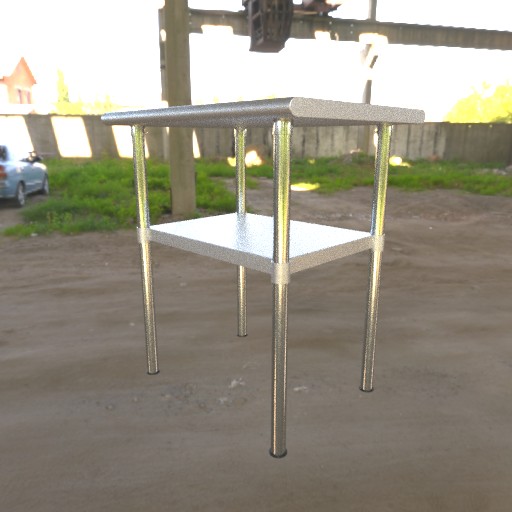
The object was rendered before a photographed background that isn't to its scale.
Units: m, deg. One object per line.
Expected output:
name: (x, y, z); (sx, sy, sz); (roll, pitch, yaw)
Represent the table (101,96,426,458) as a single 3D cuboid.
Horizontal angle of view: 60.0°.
table: (0.000, 0.000, 1.407); (0.762, 0.876, 0.584); (14, 20, 43)
